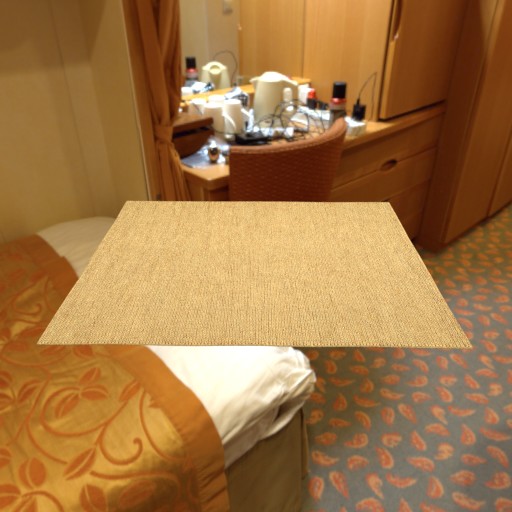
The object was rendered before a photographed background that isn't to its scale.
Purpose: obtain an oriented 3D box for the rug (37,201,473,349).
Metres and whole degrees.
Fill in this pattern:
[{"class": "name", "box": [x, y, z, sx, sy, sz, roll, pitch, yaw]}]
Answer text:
[{"class": "rug", "box": [0.000, 0.000, 4.104, 3.034, 0.012, 2.406, 0, 31, 1]}]
